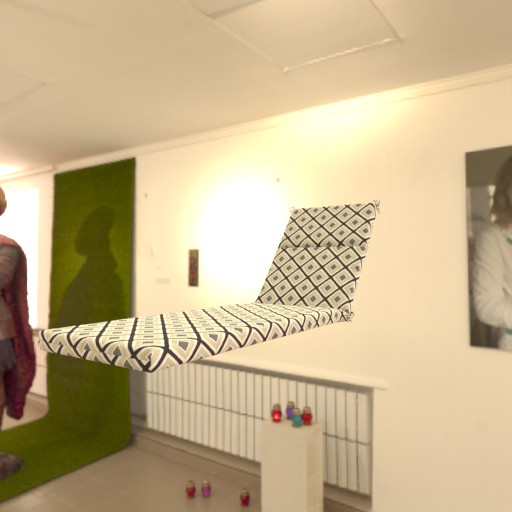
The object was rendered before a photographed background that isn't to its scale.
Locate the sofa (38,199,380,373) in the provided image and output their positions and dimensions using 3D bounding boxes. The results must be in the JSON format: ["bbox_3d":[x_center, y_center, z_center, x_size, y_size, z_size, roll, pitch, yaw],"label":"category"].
[{"bbox_3d":[0.000,0.000,1.914,0.582,0.622,1.663,-1,-1,34],"label":"sofa"}]
